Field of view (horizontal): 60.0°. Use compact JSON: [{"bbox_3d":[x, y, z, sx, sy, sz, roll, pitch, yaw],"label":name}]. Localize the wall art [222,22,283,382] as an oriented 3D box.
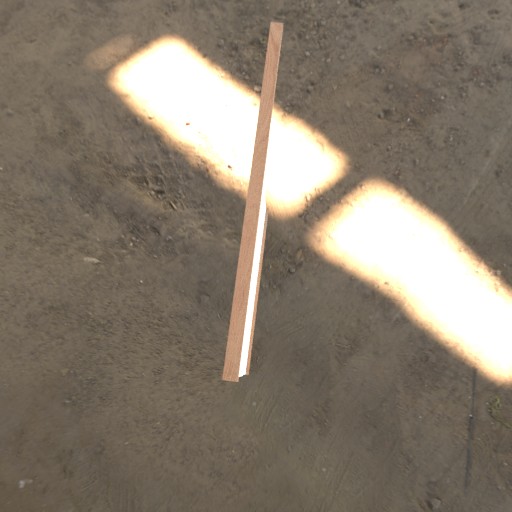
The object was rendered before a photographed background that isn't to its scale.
[{"bbox_3d":[0.000,0.000,0.628,0.012,0.508,0.332,7,76,2],"label":"wall art"}]
